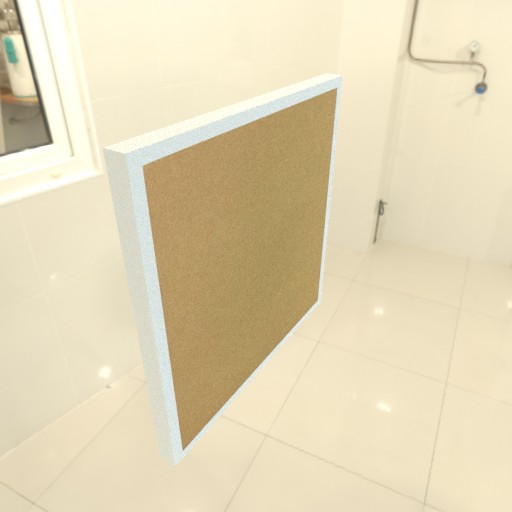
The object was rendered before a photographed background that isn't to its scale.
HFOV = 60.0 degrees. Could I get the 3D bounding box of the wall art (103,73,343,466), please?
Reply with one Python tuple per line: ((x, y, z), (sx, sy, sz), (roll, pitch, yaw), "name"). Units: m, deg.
((0.000, 0.000, 0.455), (0.020, 0.307, 0.307), (19, 37, 28), "wall art")
